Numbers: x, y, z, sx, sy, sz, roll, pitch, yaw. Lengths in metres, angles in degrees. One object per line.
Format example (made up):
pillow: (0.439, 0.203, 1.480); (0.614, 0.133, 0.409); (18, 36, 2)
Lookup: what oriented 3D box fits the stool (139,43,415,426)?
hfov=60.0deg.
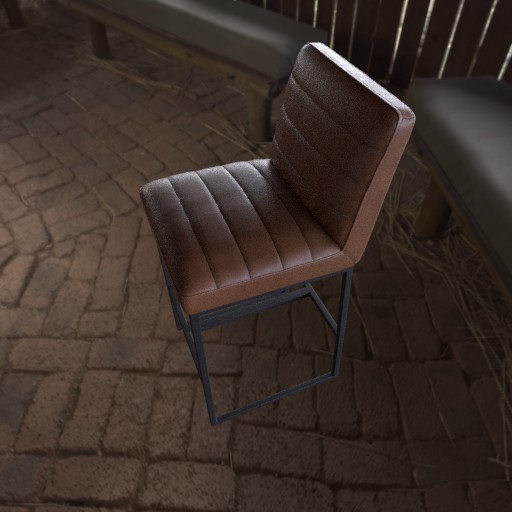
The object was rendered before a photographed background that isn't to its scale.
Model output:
stool: (0.000, 0.000, 1.328); (0.556, 1.040, 0.458); (-17, 48, -15)
